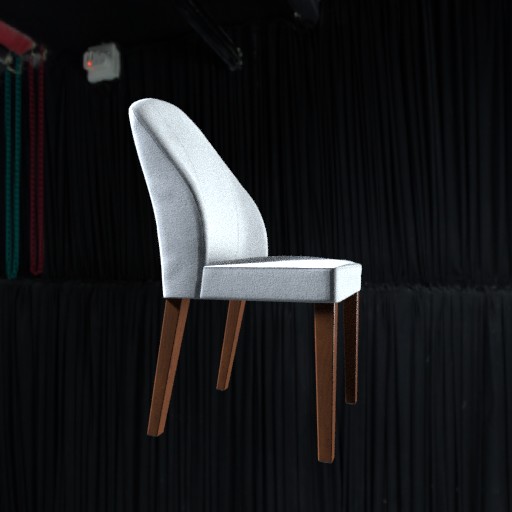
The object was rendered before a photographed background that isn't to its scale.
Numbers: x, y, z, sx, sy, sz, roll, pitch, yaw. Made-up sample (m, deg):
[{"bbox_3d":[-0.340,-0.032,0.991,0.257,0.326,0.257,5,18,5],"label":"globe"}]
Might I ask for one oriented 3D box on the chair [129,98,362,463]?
[{"bbox_3d":[0.000,0.000,1.231,0.540,0.893,0.472,0,-1,19],"label":"chair"}]
